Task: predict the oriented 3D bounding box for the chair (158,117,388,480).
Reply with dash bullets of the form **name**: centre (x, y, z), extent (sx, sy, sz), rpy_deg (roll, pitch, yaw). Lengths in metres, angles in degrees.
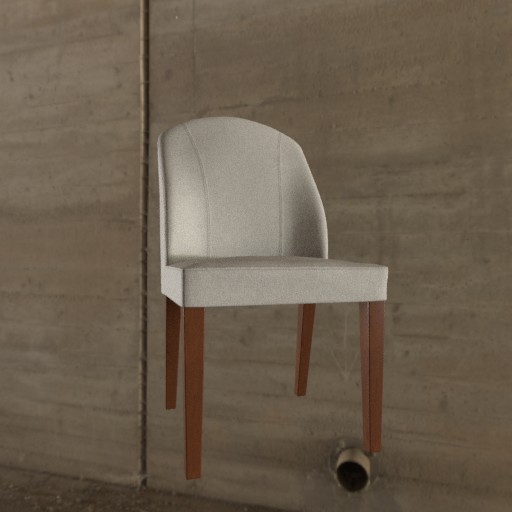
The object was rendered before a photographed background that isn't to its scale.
- **chair**: centre (0.000, 0.000, 1.172), extent (0.472, 0.893, 0.540), rpy_deg (0, 0, -17)
